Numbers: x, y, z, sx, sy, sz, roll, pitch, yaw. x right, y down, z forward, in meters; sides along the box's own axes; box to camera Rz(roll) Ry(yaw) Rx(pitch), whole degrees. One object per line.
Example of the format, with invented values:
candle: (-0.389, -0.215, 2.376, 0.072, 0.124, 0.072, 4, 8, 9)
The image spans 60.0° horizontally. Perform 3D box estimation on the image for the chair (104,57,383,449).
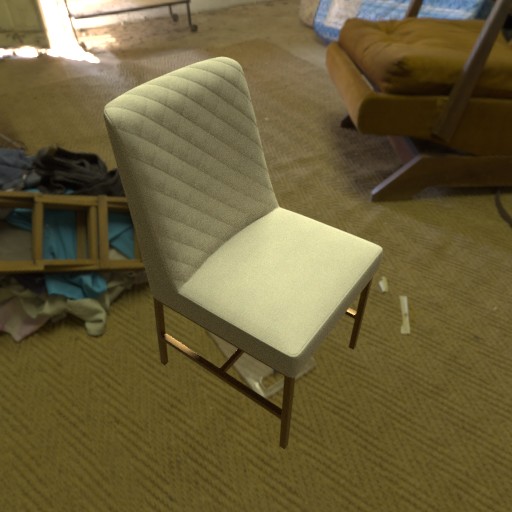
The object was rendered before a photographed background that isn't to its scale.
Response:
chair: (0.000, 0.000, 1.299, 0.597, 0.933, 0.503, 26, 48, 26)
